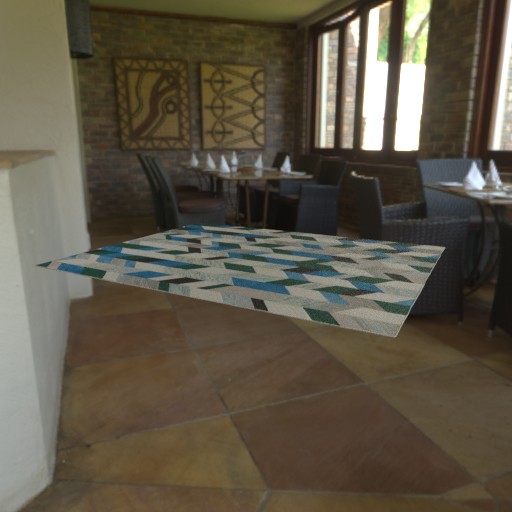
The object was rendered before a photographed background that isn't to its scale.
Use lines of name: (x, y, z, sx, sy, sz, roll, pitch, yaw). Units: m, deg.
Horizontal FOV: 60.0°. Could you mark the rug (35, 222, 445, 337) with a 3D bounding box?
rug: (0.000, 0.000, 4.138, 3.036, 0.008, 2.440, 8, 16, 28)
